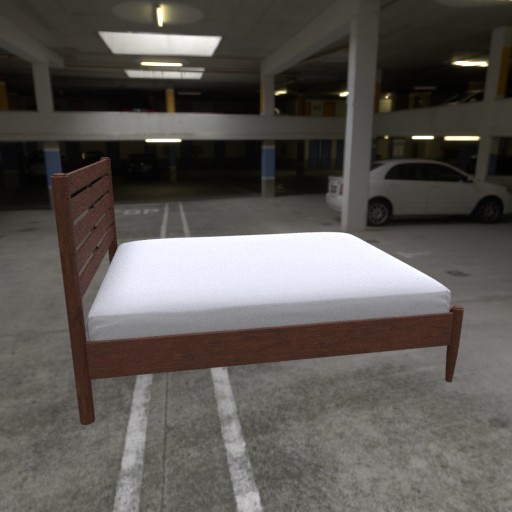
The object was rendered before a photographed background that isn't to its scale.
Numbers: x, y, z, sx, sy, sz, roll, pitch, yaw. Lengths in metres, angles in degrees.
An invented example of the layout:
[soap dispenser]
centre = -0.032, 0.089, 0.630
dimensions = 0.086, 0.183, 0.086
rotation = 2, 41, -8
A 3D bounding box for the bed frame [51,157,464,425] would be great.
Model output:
[bed frame]
centre = 0.000, 0.000, 3.170
dimensions = 2.234, 1.321, 1.655
rotation = -3, 15, -10
